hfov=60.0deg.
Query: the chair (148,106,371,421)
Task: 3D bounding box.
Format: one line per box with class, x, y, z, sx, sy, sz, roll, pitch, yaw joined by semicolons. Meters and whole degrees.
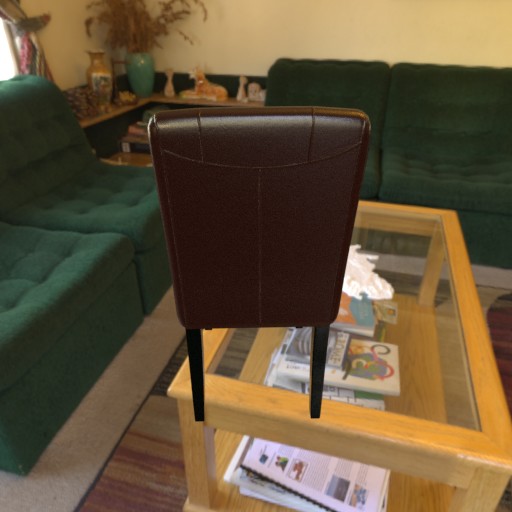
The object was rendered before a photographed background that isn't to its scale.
chair;0.000;0.000;1.218;0.399;0.897;0.556;-1;30;-2
